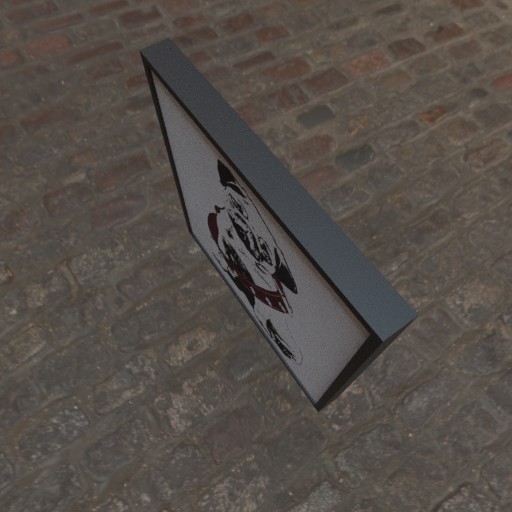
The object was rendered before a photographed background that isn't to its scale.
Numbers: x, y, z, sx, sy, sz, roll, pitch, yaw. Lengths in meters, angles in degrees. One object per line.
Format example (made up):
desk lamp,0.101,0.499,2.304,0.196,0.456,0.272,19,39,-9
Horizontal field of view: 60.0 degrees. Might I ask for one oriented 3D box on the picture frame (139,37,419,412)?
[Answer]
picture frame,0.000,0.000,0.475,0.030,0.317,0.317,-32,67,-15
